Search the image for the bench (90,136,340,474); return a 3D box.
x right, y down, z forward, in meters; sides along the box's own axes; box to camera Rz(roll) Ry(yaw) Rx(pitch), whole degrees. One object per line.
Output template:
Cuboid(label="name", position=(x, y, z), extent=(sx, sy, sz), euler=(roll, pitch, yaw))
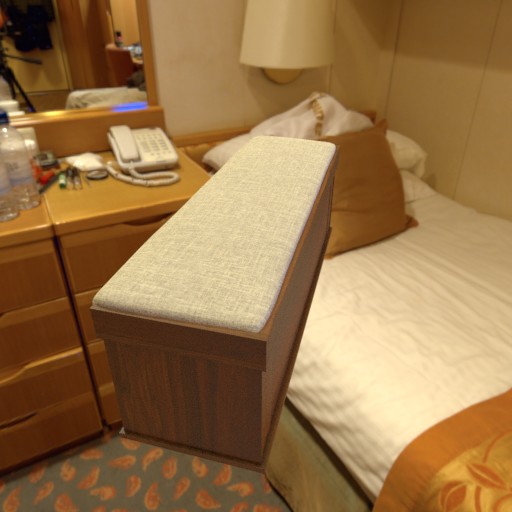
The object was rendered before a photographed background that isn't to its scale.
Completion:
Cuboid(label="bench", position=(0.000, 0.000, 1.410), extent=(0.367, 0.468, 1.196), euler=(8, 32, 13))
